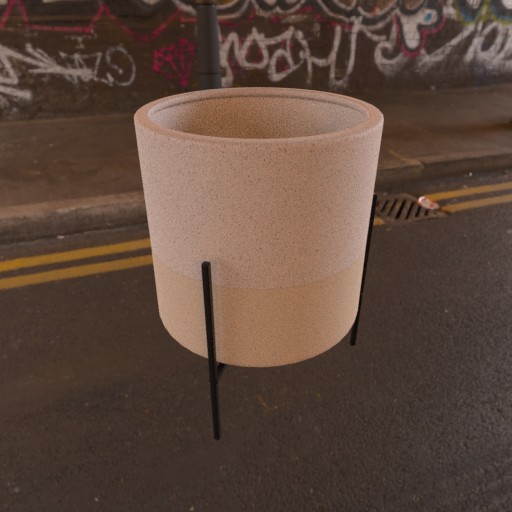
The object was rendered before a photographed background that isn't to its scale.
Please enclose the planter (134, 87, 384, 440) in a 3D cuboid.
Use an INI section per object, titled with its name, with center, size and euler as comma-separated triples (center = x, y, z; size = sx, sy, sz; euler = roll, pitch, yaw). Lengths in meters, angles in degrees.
[planter]
center = 0.000, 0.000, 0.660
size = 0.313, 0.423, 0.335
euler = 10, 32, 16
